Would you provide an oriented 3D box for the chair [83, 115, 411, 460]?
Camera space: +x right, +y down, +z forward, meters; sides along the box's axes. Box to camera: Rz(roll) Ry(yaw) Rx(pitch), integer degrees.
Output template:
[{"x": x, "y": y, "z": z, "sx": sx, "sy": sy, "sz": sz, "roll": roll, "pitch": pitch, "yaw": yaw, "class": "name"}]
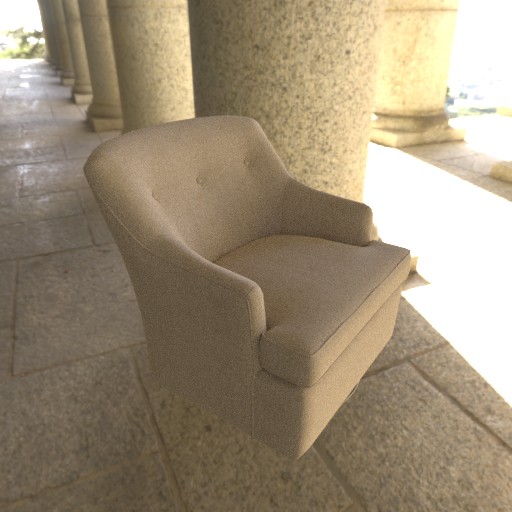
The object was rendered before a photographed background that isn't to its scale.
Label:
[{"x": 0.000, "y": 0.000, "z": 1.618, "sx": 0.923, "sy": 0.856, "sz": 0.864, "roll": 18, "pitch": 33, "yaw": 32, "class": "chair"}]
